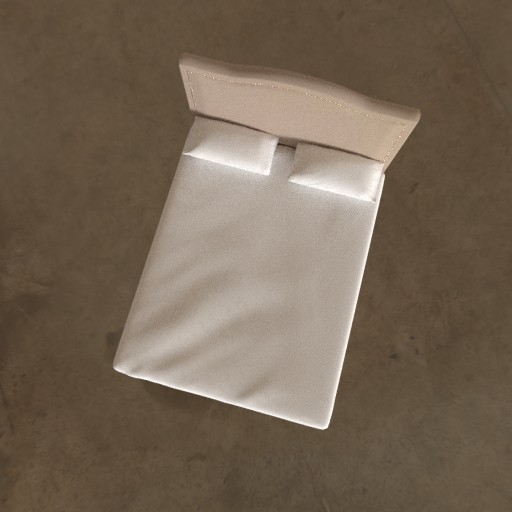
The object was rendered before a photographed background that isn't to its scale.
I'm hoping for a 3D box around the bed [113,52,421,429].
[{"bbox_3d":[0.000,0.000,3.425,1.821,1.436,2.282,15,78,3],"label":"bed"}]
